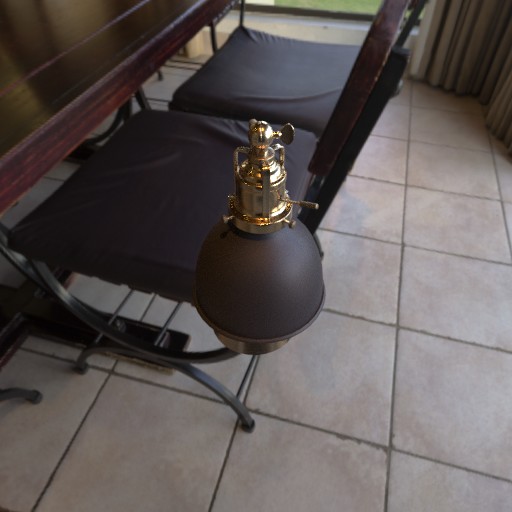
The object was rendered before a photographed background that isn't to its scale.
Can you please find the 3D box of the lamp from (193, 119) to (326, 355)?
[{"bbox_3d":[0.000,0.000,0.589,0.160,0.456,0.291,-2,45,-2],"label":"lamp"}]
